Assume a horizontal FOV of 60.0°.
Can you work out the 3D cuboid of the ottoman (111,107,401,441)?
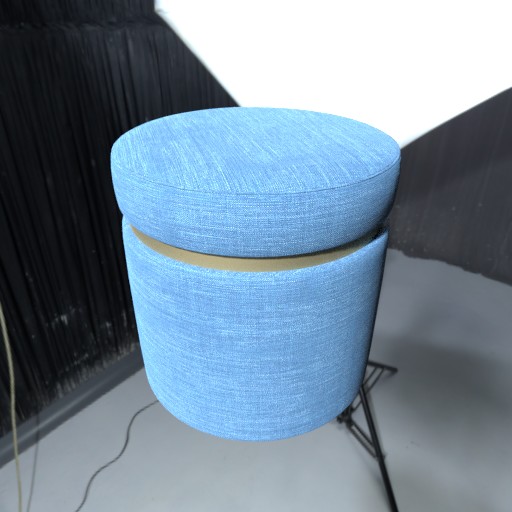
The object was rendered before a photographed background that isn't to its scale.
[{"bbox_3d":[0.000,0.000,0.713,0.398,0.406,0.398,0,30,0],"label":"ottoman"}]
